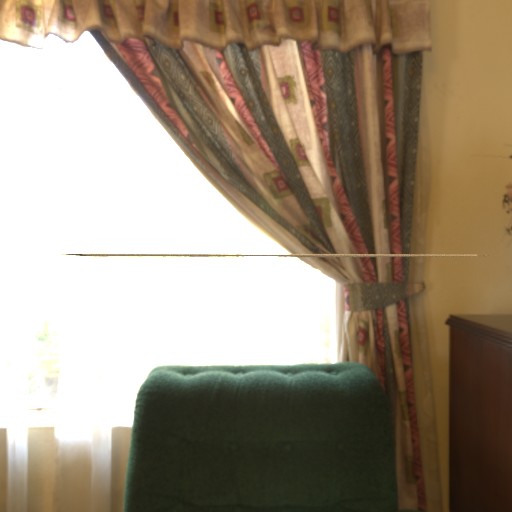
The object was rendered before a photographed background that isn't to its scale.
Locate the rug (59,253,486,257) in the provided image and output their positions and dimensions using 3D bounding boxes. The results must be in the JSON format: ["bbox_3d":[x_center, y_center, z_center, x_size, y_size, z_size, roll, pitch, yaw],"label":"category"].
[{"bbox_3d":[0.000,0.000,4.334,3.327,0.010,2.464,0,0,-18],"label":"rug"}]
